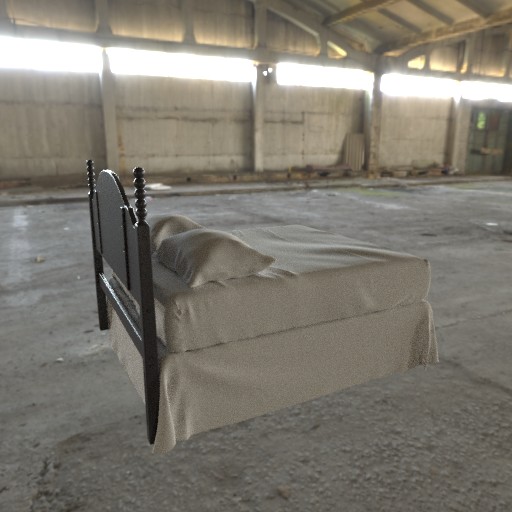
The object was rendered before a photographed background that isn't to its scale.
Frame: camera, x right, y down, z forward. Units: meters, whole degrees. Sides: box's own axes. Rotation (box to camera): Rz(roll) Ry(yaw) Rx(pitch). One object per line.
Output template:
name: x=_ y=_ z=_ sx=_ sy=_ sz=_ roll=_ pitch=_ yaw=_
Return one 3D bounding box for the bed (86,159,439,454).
bed: x=0.000 y=0.000 z=3.208 sx=2.040 sy=1.356 sz=1.873 roll=-7 pitch=15 yaw=-26
